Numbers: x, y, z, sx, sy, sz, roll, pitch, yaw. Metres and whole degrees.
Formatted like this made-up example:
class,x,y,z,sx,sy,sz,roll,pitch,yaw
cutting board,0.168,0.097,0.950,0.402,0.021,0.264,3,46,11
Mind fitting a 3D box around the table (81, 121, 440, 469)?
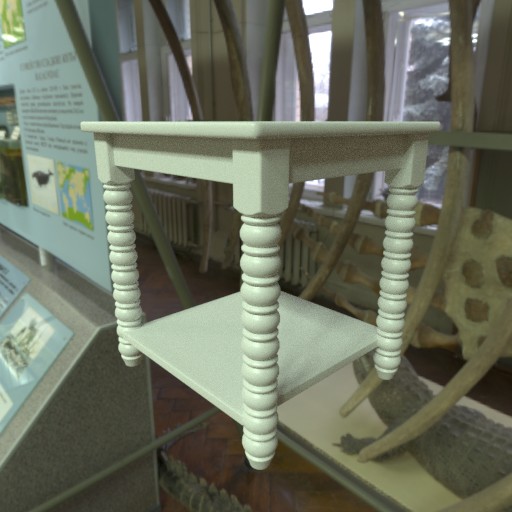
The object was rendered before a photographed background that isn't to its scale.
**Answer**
class,x,y,z,sx,sy,sz,roll,pitch,yaw
table,0.000,0.000,0.970,0.500,0.563,0.533,-15,23,-41
